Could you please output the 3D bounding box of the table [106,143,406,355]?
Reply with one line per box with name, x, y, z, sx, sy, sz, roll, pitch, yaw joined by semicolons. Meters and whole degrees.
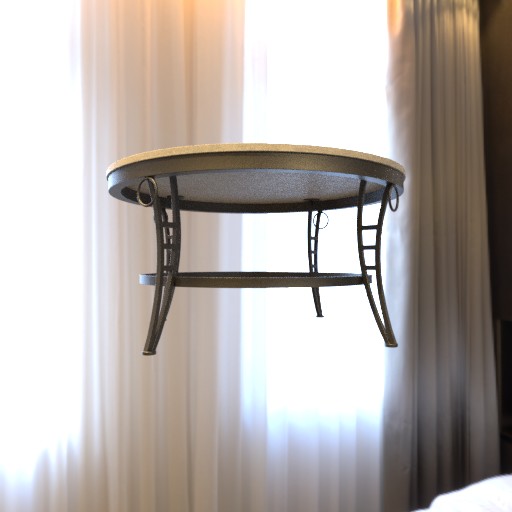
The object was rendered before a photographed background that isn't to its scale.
table;0.000;0.000;1.386;0.889;0.470;0.889;0;-1;0
